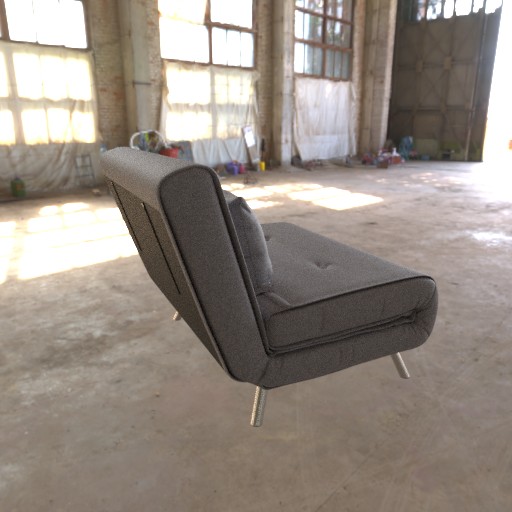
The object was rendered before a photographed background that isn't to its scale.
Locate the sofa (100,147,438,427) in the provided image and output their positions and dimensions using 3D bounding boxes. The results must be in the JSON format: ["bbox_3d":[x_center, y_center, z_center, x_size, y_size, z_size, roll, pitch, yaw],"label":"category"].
[{"bbox_3d":[0.000,0.000,1.770,1.000,0.825,1.020,-8,18,-25],"label":"sofa"}]
